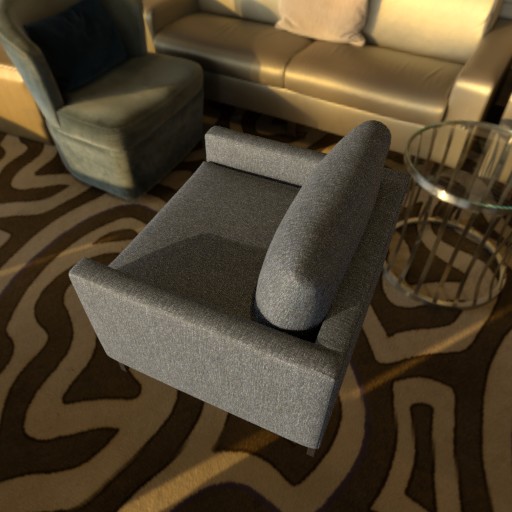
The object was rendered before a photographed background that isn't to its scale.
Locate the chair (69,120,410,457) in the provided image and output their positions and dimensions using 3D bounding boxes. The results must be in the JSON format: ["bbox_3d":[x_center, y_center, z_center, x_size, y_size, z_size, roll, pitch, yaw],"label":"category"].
[{"bbox_3d":[0.000,0.000,1.638,0.866,0.861,0.963,18,49,17],"label":"chair"}]
